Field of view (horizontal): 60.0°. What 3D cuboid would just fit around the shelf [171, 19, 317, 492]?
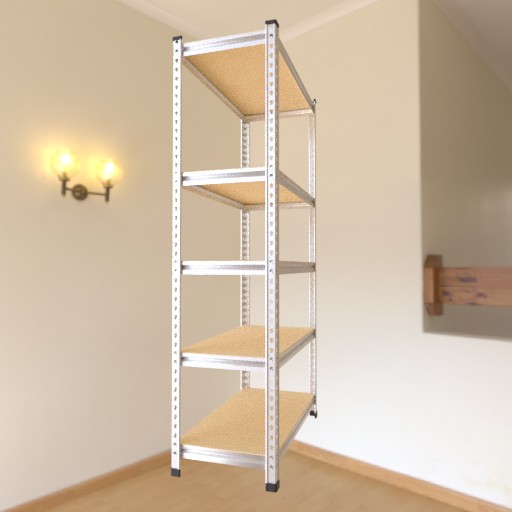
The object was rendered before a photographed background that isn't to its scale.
[{"bbox_3d":[0.000,0.000,2.213,0.457,1.829,0.914,0,-1,18],"label":"shelf"}]
